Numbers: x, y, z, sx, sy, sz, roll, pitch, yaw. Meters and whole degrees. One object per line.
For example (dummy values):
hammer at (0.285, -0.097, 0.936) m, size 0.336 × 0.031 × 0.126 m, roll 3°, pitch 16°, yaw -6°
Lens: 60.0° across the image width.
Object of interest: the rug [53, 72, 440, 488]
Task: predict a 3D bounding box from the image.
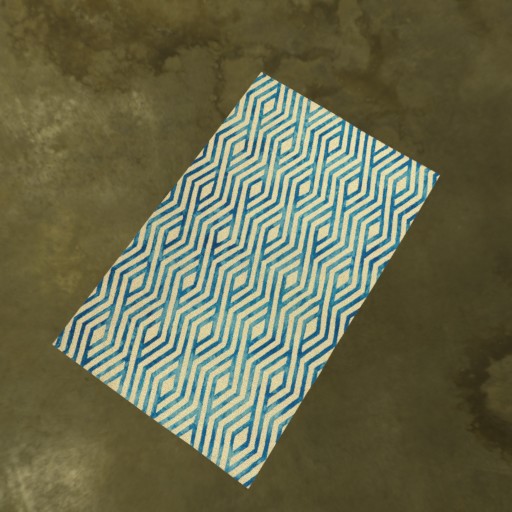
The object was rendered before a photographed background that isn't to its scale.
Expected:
rug at (0.000, 0.000, 3.004) m, size 1.531 × 0.008 × 2.439 m, roll 33°, pitch 78°, yaw 8°
